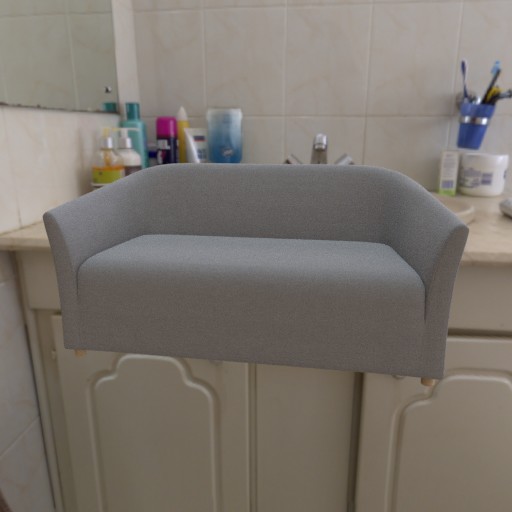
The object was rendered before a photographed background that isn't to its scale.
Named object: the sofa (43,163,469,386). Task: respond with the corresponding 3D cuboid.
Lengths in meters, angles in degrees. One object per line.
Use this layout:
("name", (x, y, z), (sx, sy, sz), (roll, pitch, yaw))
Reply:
("sofa", (0.000, 0.000, 1.859), (1.452, 0.721, 0.705), (2, 15, 9))
